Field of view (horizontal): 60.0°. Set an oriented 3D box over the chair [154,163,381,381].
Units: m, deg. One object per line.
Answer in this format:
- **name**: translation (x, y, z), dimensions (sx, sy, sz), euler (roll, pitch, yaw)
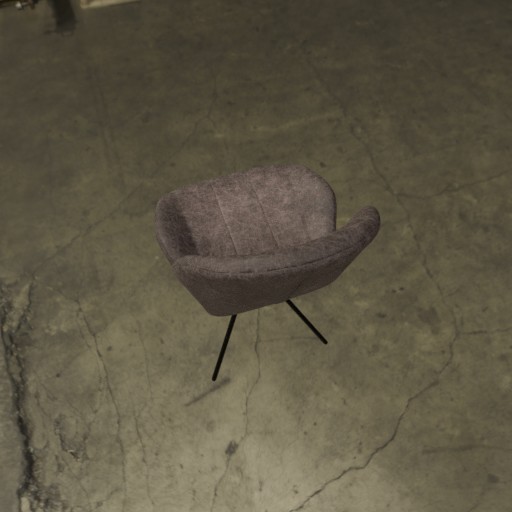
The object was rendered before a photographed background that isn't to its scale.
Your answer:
- **chair**: translation (0.000, 0.000, 1.320), dimensions (0.527, 0.934, 0.640), euler (-16, 59, -10)
